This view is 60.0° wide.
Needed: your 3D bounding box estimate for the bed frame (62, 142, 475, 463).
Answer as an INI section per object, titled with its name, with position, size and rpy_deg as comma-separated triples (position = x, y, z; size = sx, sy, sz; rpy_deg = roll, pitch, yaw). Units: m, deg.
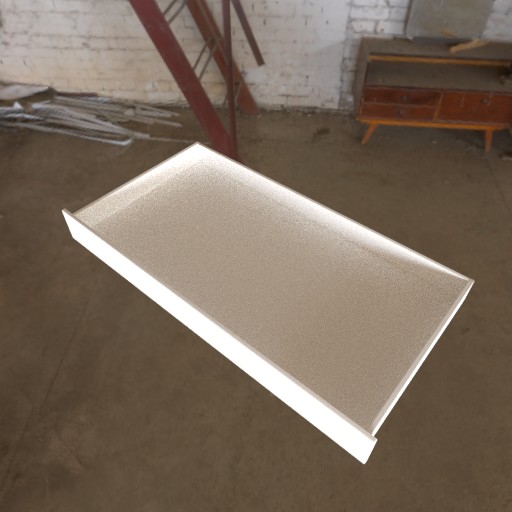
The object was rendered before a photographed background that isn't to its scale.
[bed frame]
position = 0.000, 0.000, 1.557
size = 1.300, 0.141, 0.670
rpy_deg = 32, 54, 27
